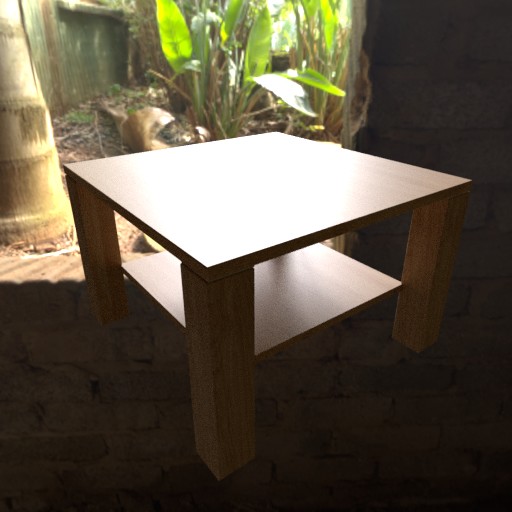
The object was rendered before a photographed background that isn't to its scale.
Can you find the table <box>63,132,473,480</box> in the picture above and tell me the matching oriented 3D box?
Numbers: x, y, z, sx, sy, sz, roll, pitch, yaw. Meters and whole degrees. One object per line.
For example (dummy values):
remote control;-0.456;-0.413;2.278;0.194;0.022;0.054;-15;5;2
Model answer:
table;0.000;0.000;1.162;0.700;0.450;0.700;-19;32;-33
